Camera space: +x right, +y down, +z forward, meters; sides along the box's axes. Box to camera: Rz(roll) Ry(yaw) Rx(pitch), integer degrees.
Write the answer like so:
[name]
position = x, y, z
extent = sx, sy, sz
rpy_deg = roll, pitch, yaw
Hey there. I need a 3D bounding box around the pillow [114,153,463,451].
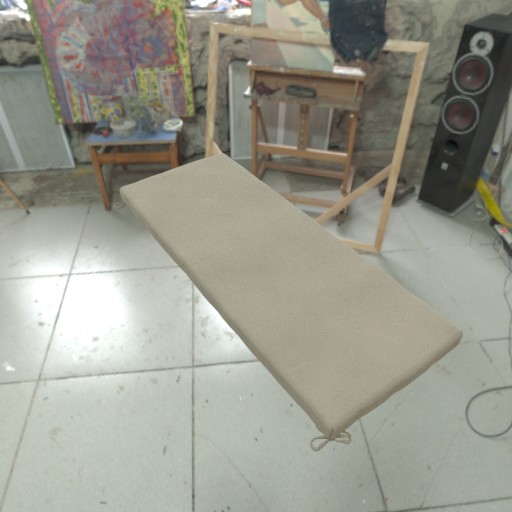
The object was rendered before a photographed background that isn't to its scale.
[pillow]
position = 0.000, 0.000, 1.379
extent = 0.492, 0.081, 1.187
rpy_deg = -25, 48, -26
